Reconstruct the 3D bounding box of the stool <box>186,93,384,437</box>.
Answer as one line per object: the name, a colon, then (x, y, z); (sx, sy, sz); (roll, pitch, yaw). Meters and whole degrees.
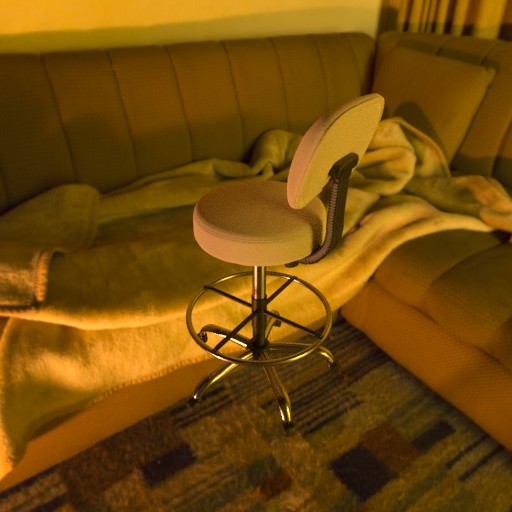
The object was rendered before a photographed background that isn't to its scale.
stool: (0.000, 0.000, 1.474); (0.616, 1.080, 0.609); (20, 37, 29)
